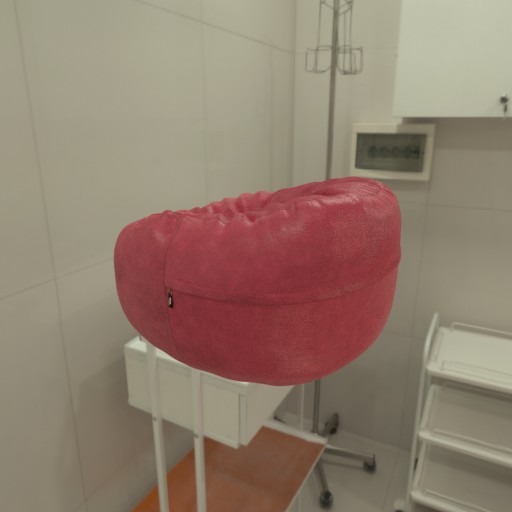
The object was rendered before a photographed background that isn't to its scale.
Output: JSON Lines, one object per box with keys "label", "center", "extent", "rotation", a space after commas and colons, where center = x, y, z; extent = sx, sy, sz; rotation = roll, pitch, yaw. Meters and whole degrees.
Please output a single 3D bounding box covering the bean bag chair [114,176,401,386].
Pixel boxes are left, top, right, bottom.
{"label": "bean bag chair", "center": [0.000, 0.000, 2.459], "extent": [1.524, 0.878, 1.524], "rotation": [9, 19, 26]}
